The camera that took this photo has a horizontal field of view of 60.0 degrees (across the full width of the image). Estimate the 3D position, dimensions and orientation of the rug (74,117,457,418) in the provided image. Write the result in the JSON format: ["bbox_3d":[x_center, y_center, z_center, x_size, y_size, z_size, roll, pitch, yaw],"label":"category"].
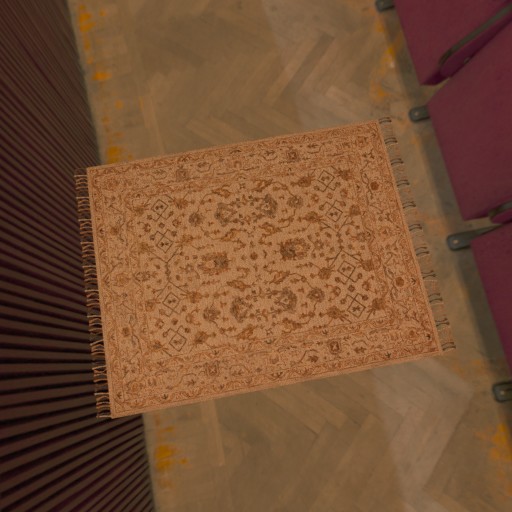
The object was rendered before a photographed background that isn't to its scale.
[{"bbox_3d":[0.000,0.000,2.230,1.726,0.009,1.278,-10,76,-2],"label":"rug"}]
